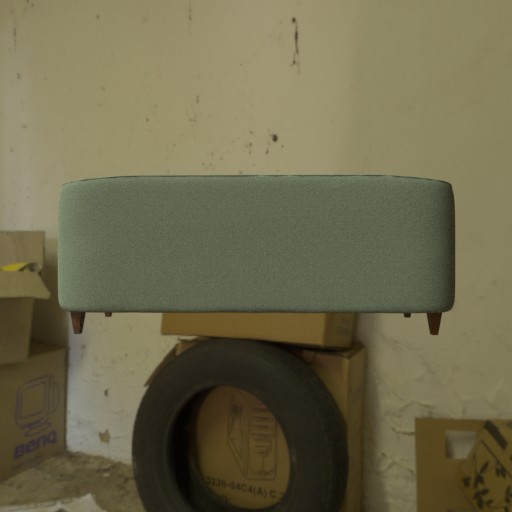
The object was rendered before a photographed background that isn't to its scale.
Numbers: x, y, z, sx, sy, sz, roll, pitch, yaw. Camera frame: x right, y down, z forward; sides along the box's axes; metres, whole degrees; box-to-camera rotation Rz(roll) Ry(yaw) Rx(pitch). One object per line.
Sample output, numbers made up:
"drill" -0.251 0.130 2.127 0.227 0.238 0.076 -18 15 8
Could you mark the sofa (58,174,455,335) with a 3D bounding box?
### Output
"sofa" 0.000 0.000 2.770 2.278 0.855 0.941 0 0 1
